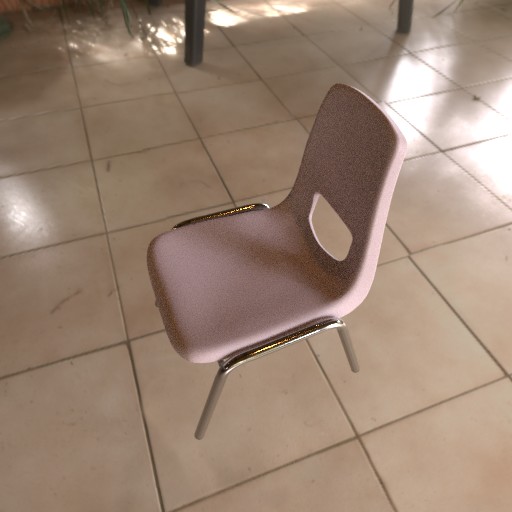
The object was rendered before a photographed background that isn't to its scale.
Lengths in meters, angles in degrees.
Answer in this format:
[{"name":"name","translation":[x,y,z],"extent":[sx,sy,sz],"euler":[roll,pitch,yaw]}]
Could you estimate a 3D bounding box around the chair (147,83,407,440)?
[{"name":"chair","translation":[0.000,0.000,0.809],"extent":[0.385,0.536,0.354],"euler":[-16,49,-15]}]
